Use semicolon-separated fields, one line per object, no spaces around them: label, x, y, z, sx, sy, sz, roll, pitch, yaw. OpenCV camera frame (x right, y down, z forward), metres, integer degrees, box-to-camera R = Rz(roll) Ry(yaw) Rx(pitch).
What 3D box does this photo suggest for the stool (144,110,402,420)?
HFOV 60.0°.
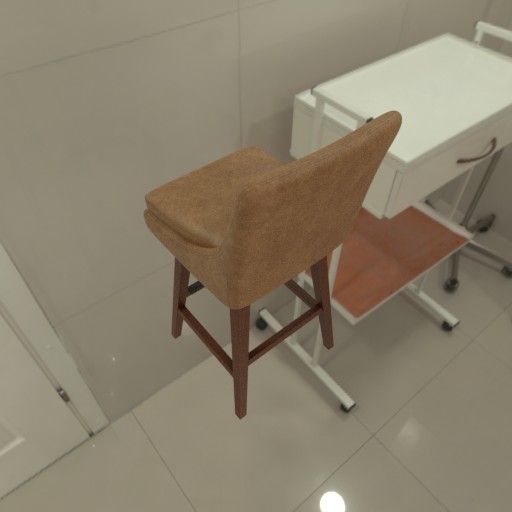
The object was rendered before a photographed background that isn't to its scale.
stool;0.000;0.000;1.432;0.487;1.079;0.572;-31;54;-25
